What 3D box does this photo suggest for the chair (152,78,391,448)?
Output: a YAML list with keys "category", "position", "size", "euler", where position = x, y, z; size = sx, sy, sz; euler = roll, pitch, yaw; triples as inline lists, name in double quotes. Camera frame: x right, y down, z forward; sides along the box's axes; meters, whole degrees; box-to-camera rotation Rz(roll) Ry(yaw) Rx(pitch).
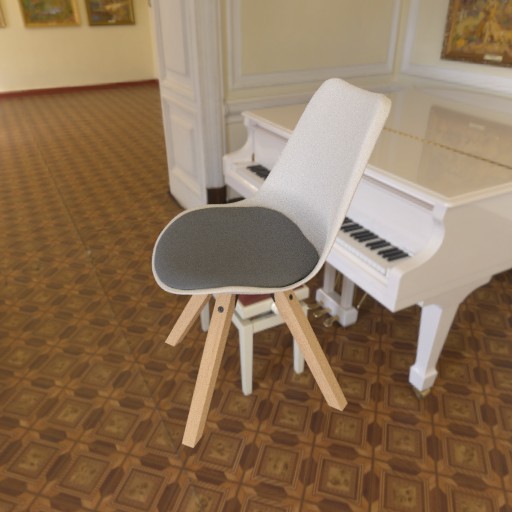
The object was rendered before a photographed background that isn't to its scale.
- category: "chair"
  position: [0.000, 0.000, 1.199]
  size: [0.550, 0.850, 0.485]
  euler: [-8, 32, -14]
